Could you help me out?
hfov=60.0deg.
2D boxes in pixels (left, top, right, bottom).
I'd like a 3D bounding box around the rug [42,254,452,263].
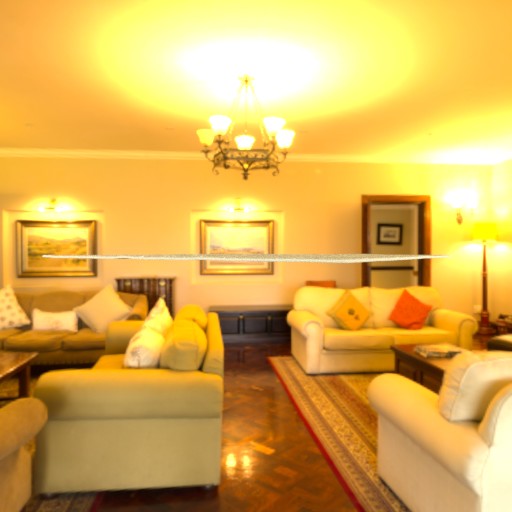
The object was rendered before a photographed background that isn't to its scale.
[{"bbox_3d":[0.000,0.000,0.906,0.639,0.006,0.548,1,1,35],"label":"rug"}]
